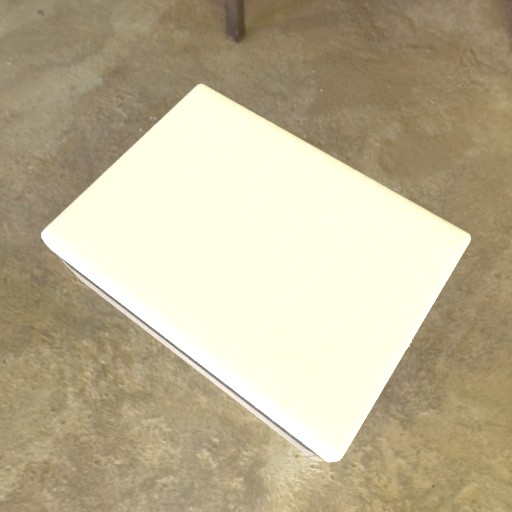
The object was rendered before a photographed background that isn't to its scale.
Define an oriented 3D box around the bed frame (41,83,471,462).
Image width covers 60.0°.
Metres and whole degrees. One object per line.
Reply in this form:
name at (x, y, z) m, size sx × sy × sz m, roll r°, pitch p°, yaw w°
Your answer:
bed frame at (0.000, 0.000, 2.608) m, size 1.900 × 0.561 × 1.400 m, roll 34°, pitch 69°, yaw 15°
